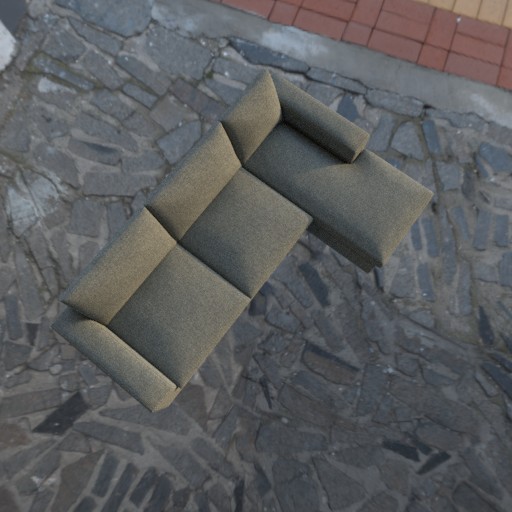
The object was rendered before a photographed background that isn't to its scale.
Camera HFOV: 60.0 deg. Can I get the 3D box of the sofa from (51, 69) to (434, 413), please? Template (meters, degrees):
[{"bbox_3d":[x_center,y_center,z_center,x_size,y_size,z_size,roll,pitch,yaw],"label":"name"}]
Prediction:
[{"bbox_3d":[0.000,0.000,3.478,1.689,0.940,2.718,37,78,9],"label":"sofa"}]
